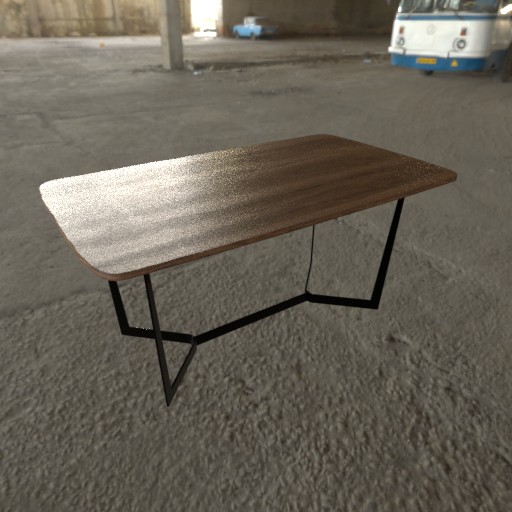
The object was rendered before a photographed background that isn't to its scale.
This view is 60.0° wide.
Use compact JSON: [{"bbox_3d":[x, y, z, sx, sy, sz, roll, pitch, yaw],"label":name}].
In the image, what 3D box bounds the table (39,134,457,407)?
[{"bbox_3d":[0.000,0.000,2.099,1.643,0.765,0.949,-18,33,-29],"label":"table"}]
